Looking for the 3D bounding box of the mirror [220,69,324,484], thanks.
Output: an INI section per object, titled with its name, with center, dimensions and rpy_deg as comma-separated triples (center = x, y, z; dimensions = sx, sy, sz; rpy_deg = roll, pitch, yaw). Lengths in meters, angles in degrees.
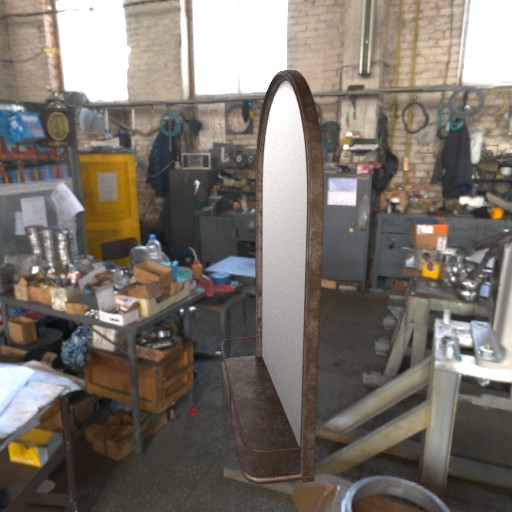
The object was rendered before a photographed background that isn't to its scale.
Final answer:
[mirror]
center = 0.000, 0.000, 0.986
dimensions = 0.137, 0.770, 0.510
rpy_deg = -2, 14, -10
